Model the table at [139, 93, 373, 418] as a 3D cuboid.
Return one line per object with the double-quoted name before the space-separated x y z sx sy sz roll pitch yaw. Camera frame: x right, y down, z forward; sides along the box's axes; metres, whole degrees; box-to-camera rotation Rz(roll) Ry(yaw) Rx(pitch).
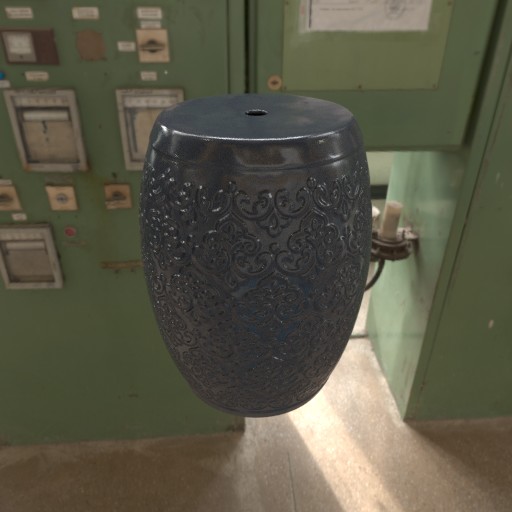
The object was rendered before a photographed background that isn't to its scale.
"table" 0.000 0.000 0.623 0.309 0.397 0.309 0 31 0
